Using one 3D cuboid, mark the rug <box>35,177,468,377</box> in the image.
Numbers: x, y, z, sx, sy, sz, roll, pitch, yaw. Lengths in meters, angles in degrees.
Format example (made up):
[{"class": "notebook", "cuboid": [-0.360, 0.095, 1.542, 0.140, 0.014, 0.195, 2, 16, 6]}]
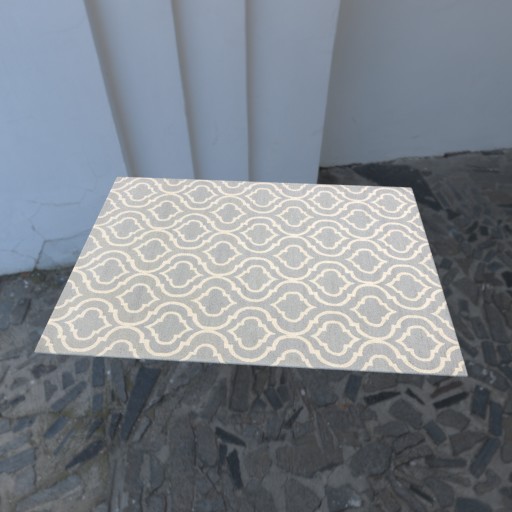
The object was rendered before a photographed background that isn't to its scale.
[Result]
[{"class": "rug", "cuboid": [0.000, 0.000, 2.622, 2.080, 0.010, 1.451, 3, 46, 2]}]
